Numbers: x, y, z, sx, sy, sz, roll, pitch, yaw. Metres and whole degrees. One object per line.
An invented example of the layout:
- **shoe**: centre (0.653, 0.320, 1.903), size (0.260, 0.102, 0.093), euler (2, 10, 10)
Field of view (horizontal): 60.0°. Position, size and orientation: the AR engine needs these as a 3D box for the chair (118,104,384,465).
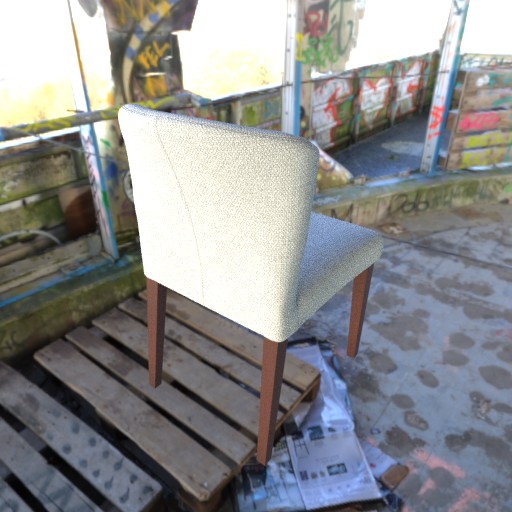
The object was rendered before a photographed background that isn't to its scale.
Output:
- **chair**: centre (0.000, 0.000, 1.187), size (0.491, 0.839, 0.589), euler (21, 36, 32)
